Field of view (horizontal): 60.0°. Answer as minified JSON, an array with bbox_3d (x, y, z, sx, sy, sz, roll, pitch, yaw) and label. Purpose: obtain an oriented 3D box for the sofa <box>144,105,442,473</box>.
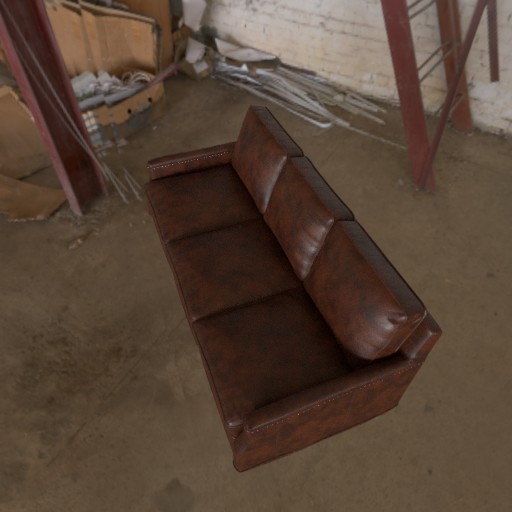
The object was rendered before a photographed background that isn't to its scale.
[{"bbox_3d":[0.000,0.000,2.892,1.084,1.003,2.240,-16,49,-14],"label":"sofa"}]
